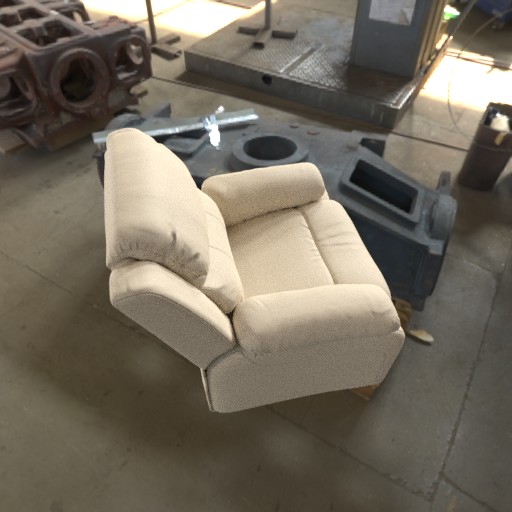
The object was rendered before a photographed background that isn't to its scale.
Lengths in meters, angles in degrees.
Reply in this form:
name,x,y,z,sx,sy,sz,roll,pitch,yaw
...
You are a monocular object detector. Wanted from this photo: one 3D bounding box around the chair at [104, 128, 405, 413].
name,x,y,z,sx,sy,sz,roll,pitch,yaw
chair,0.000,0.000,1.263,0.709,0.702,0.680,-10,48,-9
